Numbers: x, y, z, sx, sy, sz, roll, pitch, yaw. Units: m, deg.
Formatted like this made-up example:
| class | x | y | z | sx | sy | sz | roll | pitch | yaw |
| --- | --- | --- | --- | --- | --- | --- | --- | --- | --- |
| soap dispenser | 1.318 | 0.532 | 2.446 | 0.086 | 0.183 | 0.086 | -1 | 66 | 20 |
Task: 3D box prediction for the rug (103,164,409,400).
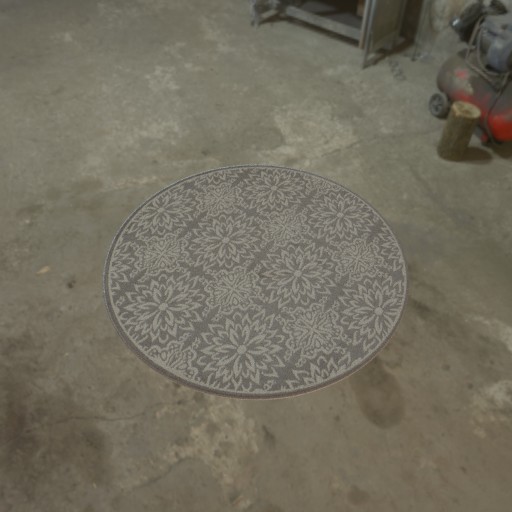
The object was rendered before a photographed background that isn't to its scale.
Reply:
| class | x | y | z | sx | sy | sz | roll | pitch | yaw |
| --- | --- | --- | --- | --- | --- | --- | --- | --- | --- |
| rug | 0.000 | 0.000 | 2.361 | 1.593 | 0.012 | 1.593 | 0 | 48 | 0 |
